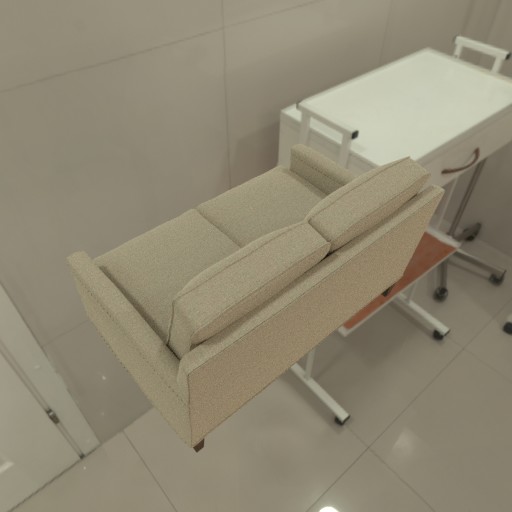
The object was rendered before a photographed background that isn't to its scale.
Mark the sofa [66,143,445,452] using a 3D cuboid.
[{"bbox_3d":[0.000,0.000,2.304,1.597,1.003,1.084,-32,53,-27],"label":"sofa"}]
